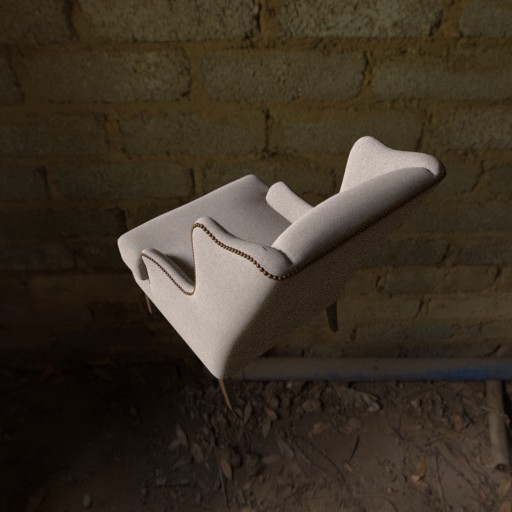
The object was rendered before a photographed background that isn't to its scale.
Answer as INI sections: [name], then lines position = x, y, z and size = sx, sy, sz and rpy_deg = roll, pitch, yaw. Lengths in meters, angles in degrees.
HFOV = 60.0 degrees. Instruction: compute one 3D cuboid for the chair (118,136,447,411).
[chair]
position = 0.000, 0.000, 1.696
size = 0.737, 1.029, 0.940
rpy_deg = -30, 52, -27
